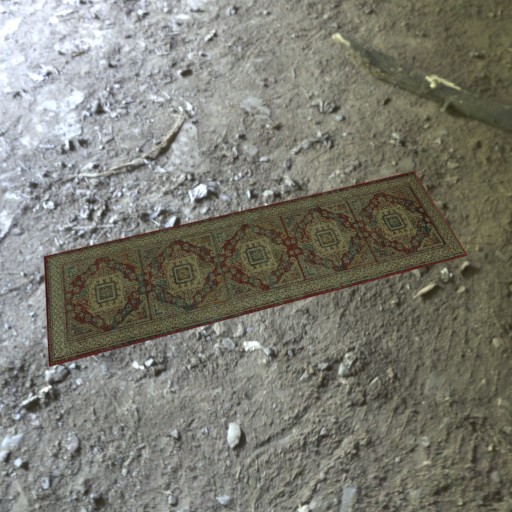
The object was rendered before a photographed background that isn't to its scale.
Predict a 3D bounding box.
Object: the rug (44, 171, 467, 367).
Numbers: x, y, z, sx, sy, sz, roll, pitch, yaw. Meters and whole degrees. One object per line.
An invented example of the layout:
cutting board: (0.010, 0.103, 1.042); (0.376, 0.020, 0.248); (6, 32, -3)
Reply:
rug: (0.000, 0.000, 2.493); (2.292, 0.015, 0.659); (-14, 59, -9)
